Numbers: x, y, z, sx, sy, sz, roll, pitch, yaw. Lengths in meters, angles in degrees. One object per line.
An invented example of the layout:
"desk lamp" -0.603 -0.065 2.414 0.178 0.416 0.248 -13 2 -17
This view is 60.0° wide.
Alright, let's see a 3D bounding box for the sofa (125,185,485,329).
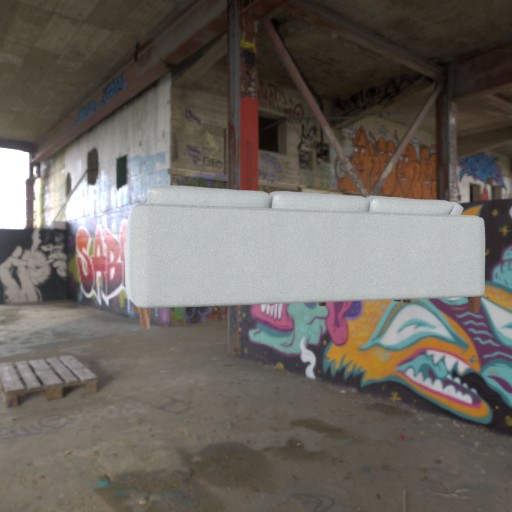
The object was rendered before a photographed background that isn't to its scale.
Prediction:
"sofa" 0.000 0.000 4.388 2.551 0.853 3.238 0 0 -18
